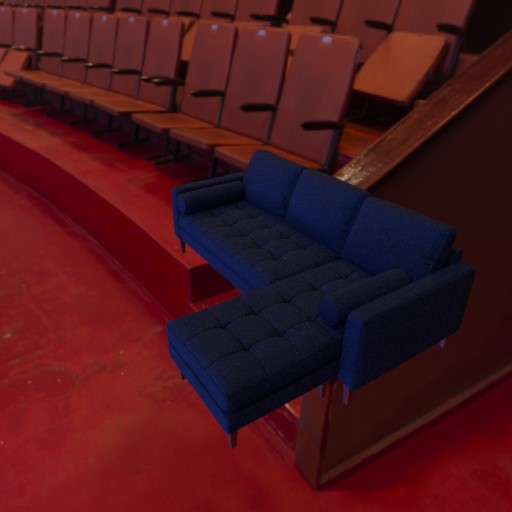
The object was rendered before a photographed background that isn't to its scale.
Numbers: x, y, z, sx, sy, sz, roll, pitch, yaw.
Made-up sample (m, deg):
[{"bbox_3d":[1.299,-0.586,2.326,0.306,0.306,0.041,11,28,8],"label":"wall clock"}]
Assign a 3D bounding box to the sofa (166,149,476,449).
[{"bbox_3d":[0.000,0.000,2.996,1.613,0.841,2.185,-18,34,-29],"label":"sofa"}]
